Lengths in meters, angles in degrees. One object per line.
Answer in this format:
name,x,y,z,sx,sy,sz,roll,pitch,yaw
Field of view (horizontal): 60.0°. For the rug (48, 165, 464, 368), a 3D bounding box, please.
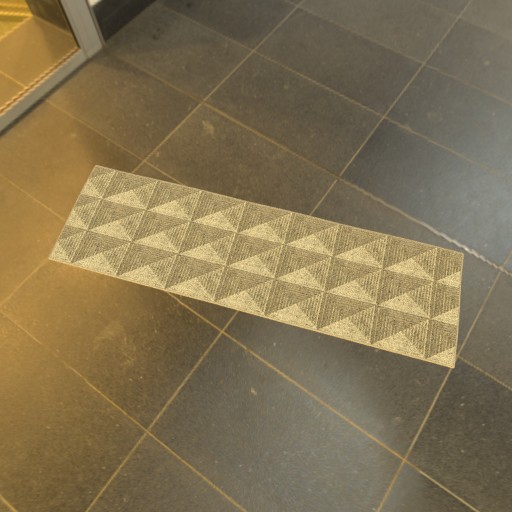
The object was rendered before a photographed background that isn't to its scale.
rug,0.000,0.000,2.407,2.182,0.015,0.645,14,66,7
